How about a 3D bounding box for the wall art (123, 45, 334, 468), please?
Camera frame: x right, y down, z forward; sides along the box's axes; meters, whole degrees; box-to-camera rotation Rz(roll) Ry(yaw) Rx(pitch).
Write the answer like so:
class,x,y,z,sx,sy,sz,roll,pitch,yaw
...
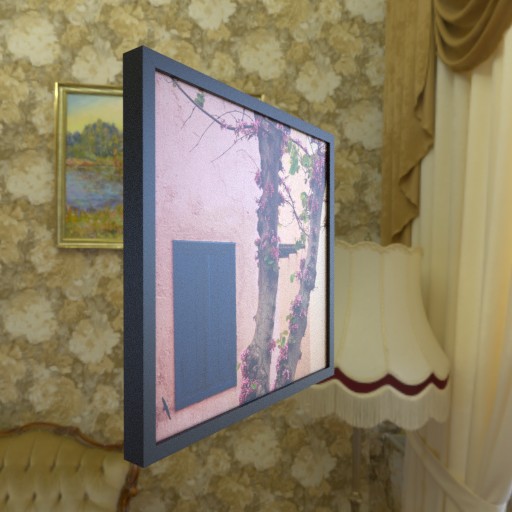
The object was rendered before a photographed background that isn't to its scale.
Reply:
class,x,y,z,sx,sy,sz,roll,pitch,yaw
wall art,0.000,0.000,0.747,0.038,0.508,0.508,0,1,36
